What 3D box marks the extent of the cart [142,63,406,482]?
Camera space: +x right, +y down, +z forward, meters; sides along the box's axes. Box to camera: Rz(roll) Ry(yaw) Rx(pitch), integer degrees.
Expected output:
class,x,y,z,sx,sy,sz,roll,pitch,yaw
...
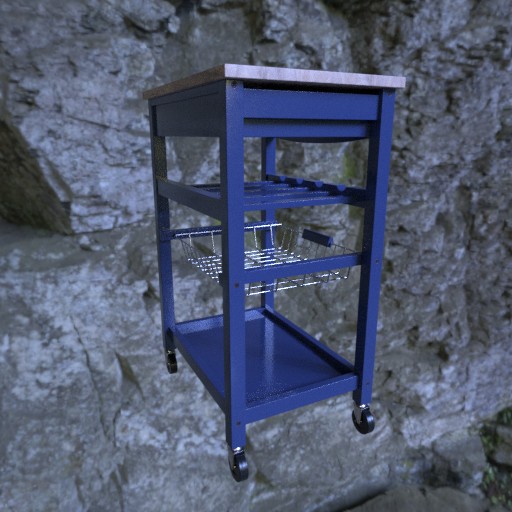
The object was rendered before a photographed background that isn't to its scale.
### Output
class,x,y,z,sx,sy,sz,roll,pitch,yaw
cart,0.000,0.000,1.163,0.403,0.839,0.584,-8,17,-26
